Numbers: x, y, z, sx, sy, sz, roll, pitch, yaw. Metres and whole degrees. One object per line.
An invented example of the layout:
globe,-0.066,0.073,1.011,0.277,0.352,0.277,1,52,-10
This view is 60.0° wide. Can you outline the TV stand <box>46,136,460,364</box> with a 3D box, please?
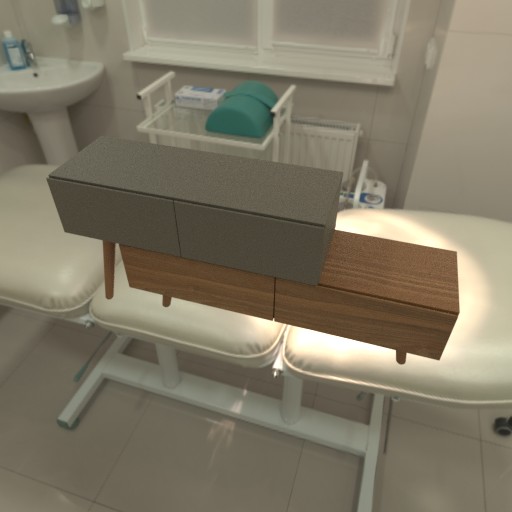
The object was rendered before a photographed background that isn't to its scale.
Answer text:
TV stand,0.000,0.000,1.595,1.336,0.591,0.329,12,41,13
